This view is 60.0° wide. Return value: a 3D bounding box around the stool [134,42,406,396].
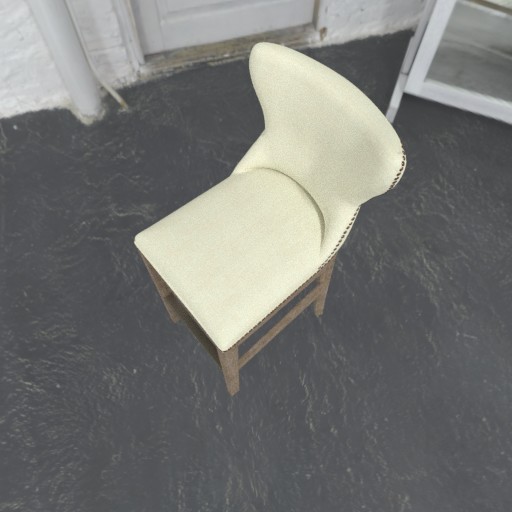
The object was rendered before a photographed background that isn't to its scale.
[{"bbox_3d":[0.000,0.000,1.441,0.606,1.123,0.494,-37,70,-16],"label":"stool"}]
